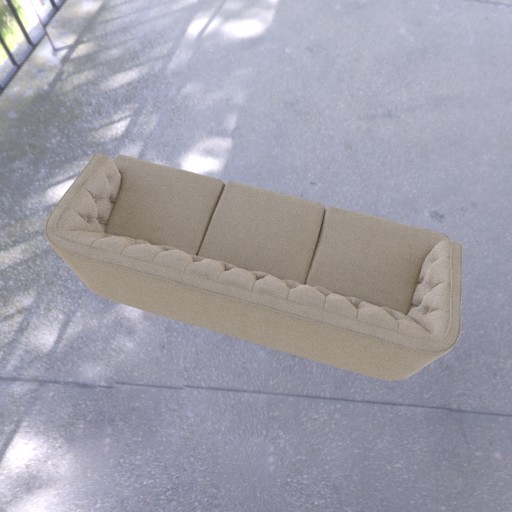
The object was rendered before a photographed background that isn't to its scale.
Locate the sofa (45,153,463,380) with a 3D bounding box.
[{"bbox_3d":[0.000,0.000,2.702,2.235,0.788,0.913,15,64,7],"label":"sofa"}]
